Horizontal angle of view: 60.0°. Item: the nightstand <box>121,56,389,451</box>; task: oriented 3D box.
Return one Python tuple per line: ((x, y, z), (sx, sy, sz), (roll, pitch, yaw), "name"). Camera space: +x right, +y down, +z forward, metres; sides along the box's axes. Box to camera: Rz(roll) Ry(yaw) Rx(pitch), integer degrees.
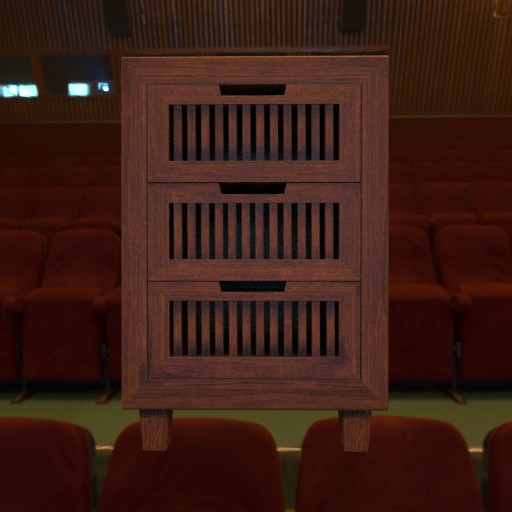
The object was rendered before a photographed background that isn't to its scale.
((0.000, 0.000, 0.973), (0.465, 0.695, 0.410), (0, 0, 1), "nightstand")
